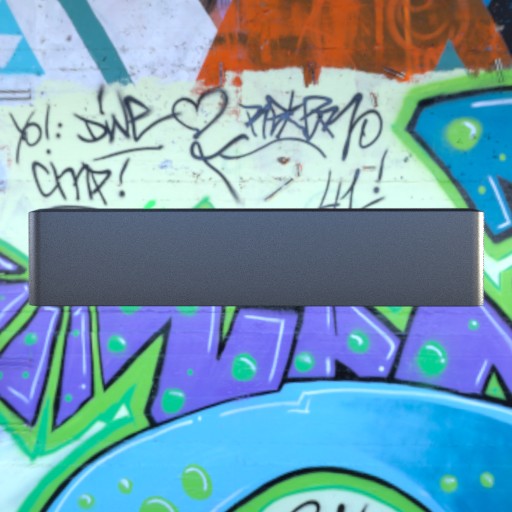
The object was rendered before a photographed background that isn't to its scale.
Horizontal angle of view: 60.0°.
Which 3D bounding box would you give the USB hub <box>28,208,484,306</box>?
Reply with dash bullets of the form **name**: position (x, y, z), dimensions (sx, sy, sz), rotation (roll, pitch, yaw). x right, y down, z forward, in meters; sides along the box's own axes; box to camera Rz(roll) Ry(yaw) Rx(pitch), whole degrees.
- **USB hub**: position (0.000, 0.000, 0.125), dimensions (0.110, 0.023, 0.044), rotation (0, 1, 0)
